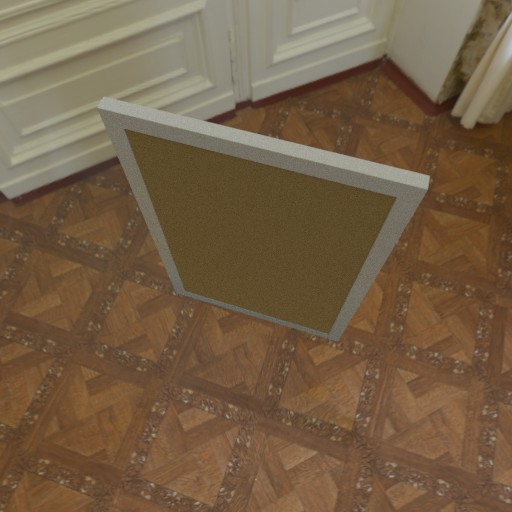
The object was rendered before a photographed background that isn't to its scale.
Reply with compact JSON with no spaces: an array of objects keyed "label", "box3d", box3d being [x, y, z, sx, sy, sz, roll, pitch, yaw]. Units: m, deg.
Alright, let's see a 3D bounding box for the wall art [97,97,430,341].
[{"label":"wall art","box3d":[0.000,0.000,1.495,0.764,1.143,0.038,16,64,8]}]
